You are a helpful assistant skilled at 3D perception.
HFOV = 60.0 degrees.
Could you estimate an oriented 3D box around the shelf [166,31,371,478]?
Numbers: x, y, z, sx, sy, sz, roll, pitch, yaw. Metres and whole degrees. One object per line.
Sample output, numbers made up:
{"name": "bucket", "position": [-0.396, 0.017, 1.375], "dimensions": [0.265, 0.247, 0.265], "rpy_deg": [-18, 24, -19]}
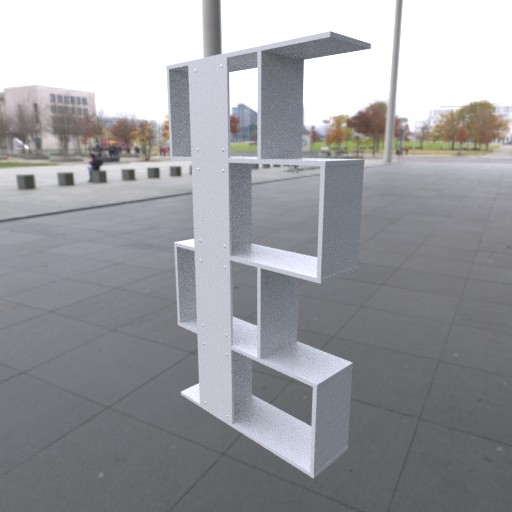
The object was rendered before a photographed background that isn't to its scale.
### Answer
{"name": "shelf", "position": [0.000, 0.000, 1.973], "dimensions": [0.890, 1.650, 0.250], "rpy_deg": [13, 19, 43]}
